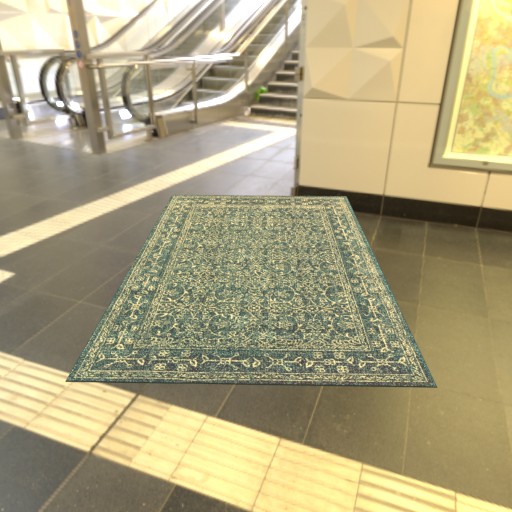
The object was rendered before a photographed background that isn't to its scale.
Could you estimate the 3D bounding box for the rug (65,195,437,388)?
[{"bbox_3d":[0.000,0.000,2.238,1.200,0.005,1.819,1,27,1],"label":"rug"}]
